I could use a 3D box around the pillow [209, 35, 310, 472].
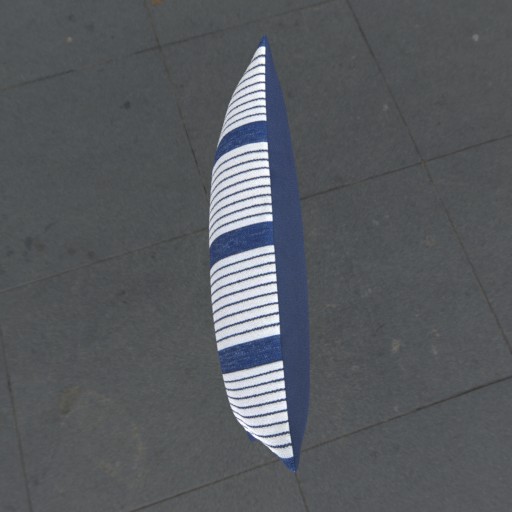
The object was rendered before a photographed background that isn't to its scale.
[{"bbox_3d":[0.000,0.000,0.730,0.156,0.292,0.608,-3,76,-1],"label":"pillow"}]
